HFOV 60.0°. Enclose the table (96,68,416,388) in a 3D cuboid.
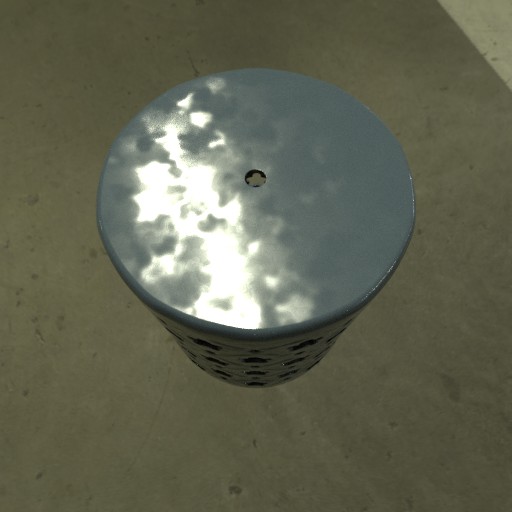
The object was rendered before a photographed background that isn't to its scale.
[{"bbox_3d":[0.000,0.000,0.653,0.352,0.387,0.352,0,64,0],"label":"table"}]
